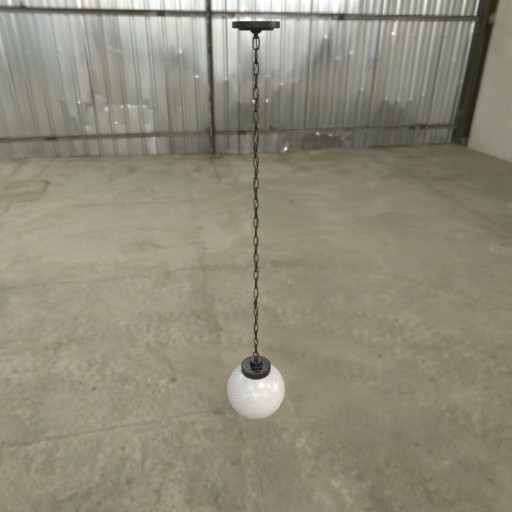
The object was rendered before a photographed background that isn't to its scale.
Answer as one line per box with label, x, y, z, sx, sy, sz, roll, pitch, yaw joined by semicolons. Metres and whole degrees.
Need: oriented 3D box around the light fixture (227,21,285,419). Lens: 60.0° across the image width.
light fixture;0.000;0.000;1.996;0.305;1.867;0.304;8;28;16
